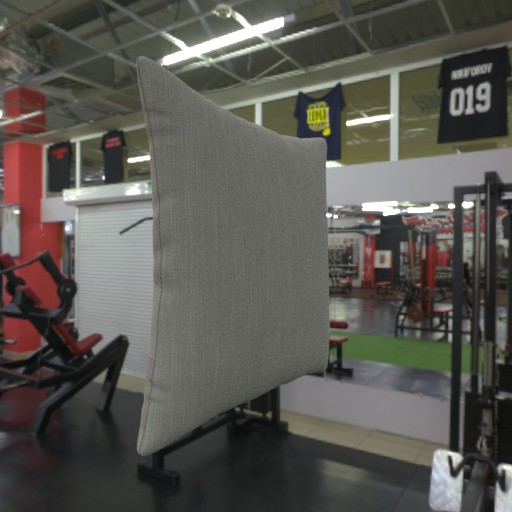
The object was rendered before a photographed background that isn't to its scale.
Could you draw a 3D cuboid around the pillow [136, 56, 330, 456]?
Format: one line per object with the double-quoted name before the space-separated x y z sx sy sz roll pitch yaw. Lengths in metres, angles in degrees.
"pillow" 0.000 0.000 0.766 0.161 0.509 0.511 0 1 35
